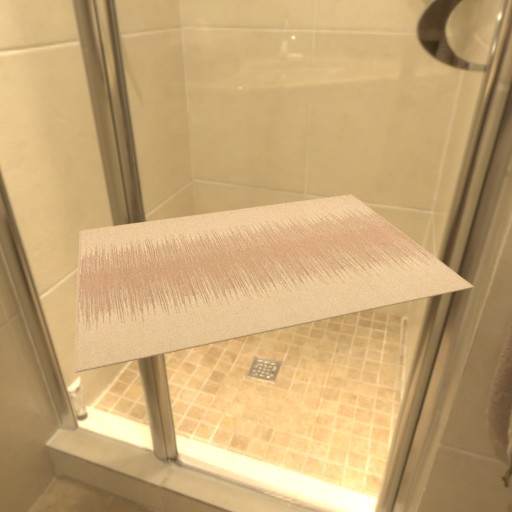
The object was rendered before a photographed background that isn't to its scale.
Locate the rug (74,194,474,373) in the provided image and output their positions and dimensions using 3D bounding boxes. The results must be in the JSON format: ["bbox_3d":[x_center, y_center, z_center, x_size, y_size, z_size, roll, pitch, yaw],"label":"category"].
[{"bbox_3d":[0.000,0.000,2.424,1.850,0.006,1.234,-9,32,-15],"label":"rug"}]
